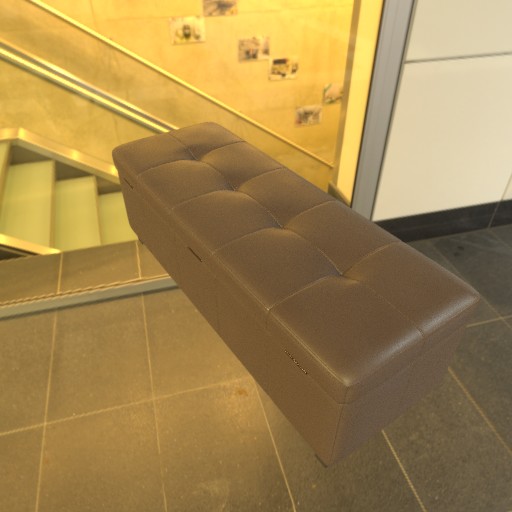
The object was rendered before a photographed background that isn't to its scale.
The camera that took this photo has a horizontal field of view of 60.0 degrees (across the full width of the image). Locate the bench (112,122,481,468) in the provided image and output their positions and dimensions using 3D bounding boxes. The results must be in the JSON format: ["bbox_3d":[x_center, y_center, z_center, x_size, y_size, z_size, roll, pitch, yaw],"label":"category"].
[{"bbox_3d":[0.000,0.000,1.416,0.450,0.417,1.219,-24,45,-26],"label":"bench"}]
